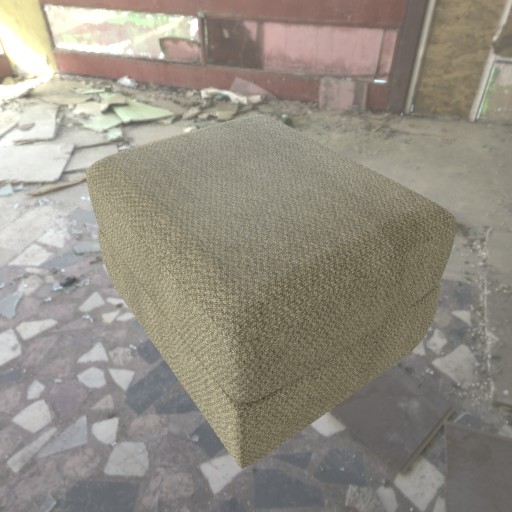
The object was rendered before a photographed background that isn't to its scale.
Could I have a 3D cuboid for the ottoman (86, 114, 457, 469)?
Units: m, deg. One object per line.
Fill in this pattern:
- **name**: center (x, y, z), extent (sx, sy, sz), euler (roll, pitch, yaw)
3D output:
- **ottoman**: center (0.000, 0.000, 1.147), extent (0.603, 0.476, 0.751), euler (-24, 45, -27)
